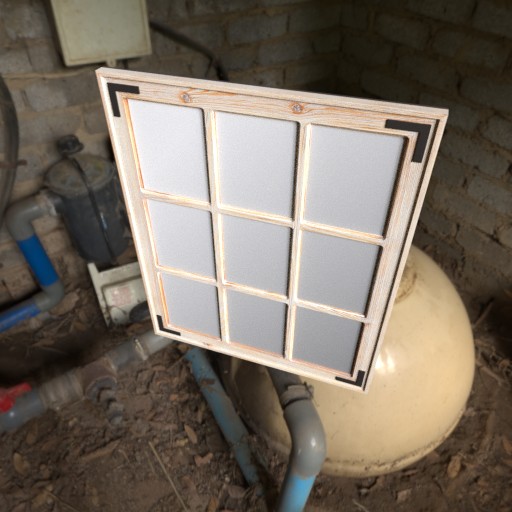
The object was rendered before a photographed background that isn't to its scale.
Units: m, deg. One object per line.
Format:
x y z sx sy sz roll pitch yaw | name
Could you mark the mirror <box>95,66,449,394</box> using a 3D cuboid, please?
0.000 0.000 1.171 0.730 0.882 0.032 13 42 14 | mirror
